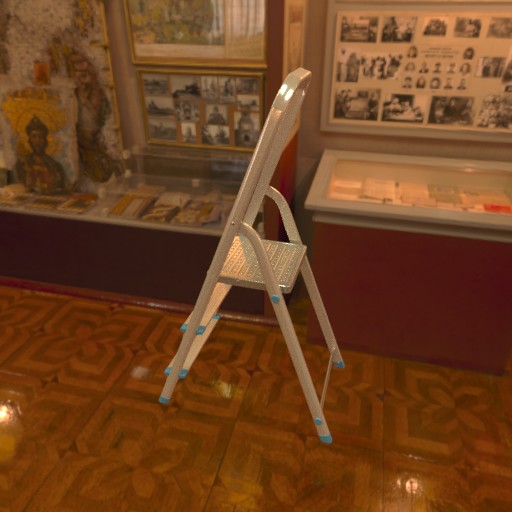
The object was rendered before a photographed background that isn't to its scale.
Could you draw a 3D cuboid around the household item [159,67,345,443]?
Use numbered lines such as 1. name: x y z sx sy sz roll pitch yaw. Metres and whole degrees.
1. household item: 0.000 0.000 1.550 0.687 1.215 0.420 8 31 14
